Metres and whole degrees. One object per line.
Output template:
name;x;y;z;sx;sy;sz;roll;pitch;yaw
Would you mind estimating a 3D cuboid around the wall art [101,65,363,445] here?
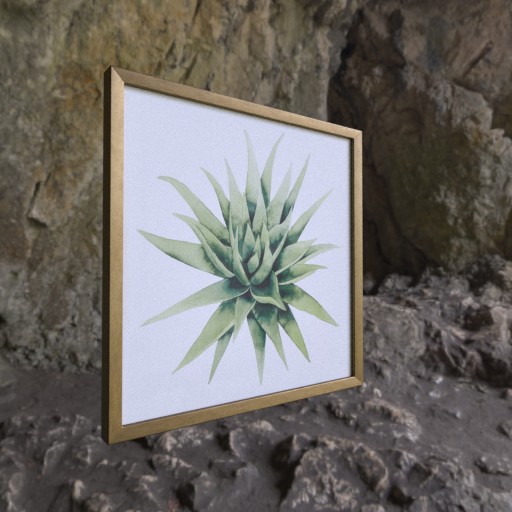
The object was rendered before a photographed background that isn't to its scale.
wall art;0.000;0.000;0.748;0.503;0.506;0.030;1;-1;-36
